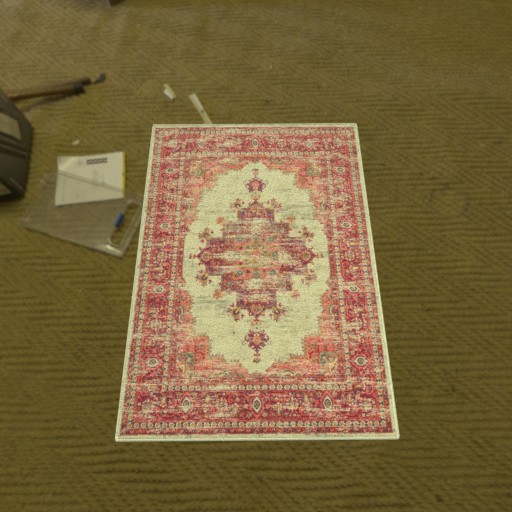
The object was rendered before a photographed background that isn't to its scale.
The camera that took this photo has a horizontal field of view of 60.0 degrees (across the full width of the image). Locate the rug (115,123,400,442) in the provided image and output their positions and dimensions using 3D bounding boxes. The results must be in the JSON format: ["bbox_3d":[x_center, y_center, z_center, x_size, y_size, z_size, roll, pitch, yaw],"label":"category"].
[{"bbox_3d":[0.000,0.000,2.270,1.217,0.011,1.747,0,64,0],"label":"rug"}]
